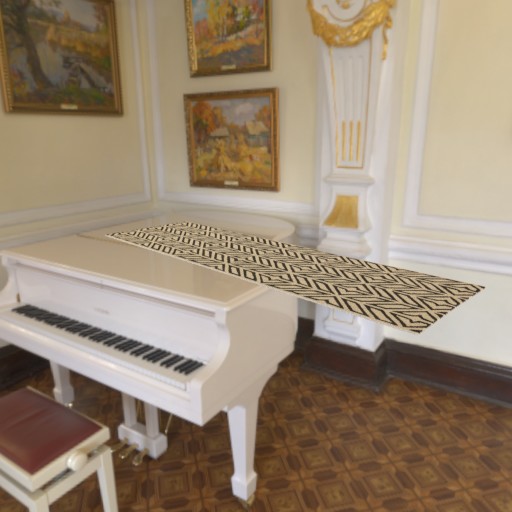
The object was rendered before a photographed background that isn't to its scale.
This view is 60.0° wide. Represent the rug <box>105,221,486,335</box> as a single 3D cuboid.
[{"bbox_3d":[0.000,0.000,2.744,2.435,0.009,0.750,15,21,42],"label":"rug"}]
